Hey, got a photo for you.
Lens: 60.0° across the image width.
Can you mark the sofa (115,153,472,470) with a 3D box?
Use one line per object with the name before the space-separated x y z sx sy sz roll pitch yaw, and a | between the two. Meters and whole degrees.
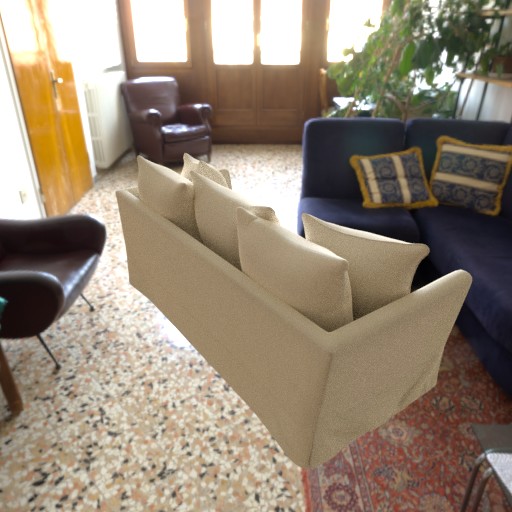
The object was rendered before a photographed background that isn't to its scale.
sofa | 0.000 0.000 2.831 1.031 1.034 2.290 -18 32 -31
